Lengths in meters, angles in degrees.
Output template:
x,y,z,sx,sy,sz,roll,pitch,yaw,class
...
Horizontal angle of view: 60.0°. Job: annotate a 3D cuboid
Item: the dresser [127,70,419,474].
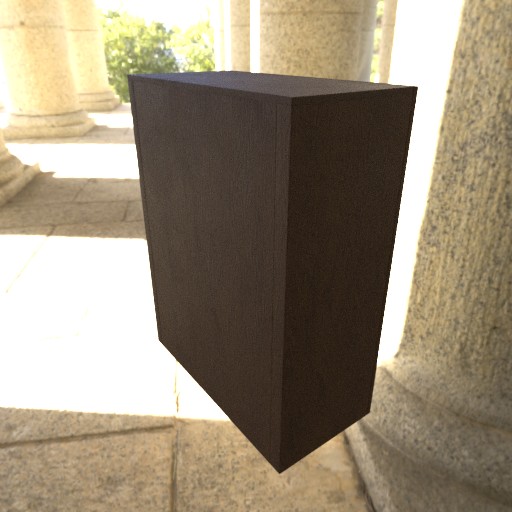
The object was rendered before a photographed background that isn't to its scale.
x,y,z,sx,sy,sz,roll,pitch,yaw,class
0.000,0.000,1.778,0.516,1.320,0.964,-18,31,-33,dresser
